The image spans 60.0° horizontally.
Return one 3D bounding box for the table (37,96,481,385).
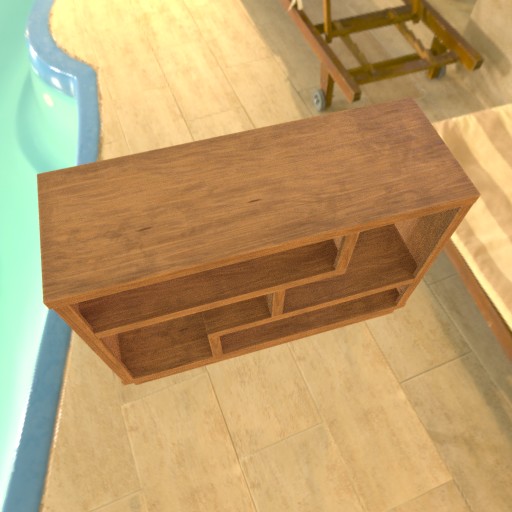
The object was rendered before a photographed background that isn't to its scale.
[{"bbox_3d":[0.000,0.000,1.544,1.151,0.771,0.410,-14,60,-8],"label":"table"}]
